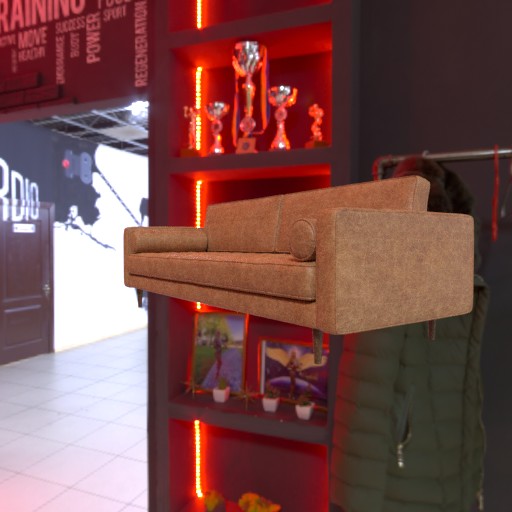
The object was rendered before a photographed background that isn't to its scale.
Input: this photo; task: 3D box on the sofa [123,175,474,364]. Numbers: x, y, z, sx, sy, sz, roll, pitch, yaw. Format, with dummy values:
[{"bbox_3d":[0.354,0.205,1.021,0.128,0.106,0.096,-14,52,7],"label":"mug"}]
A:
[{"bbox_3d":[0.000,0.000,2.650,0.919,0.770,2.200,-1,2,-35],"label":"sofa"}]
